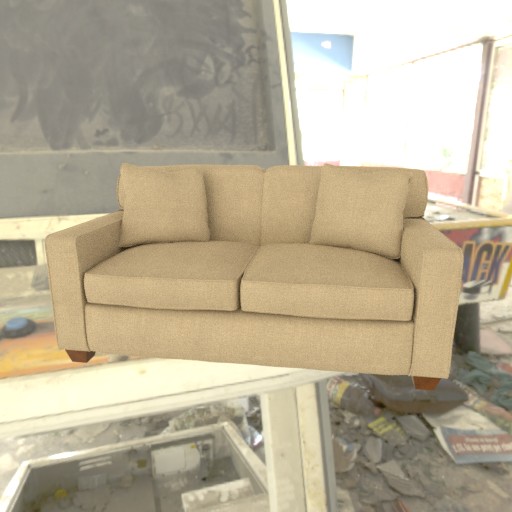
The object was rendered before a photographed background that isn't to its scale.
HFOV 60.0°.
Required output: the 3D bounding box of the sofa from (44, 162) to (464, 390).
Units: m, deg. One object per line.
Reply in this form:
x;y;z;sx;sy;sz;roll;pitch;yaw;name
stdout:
0.000;0.000;2.373;1.846;0.958;0.998;2;15;9;sofa
